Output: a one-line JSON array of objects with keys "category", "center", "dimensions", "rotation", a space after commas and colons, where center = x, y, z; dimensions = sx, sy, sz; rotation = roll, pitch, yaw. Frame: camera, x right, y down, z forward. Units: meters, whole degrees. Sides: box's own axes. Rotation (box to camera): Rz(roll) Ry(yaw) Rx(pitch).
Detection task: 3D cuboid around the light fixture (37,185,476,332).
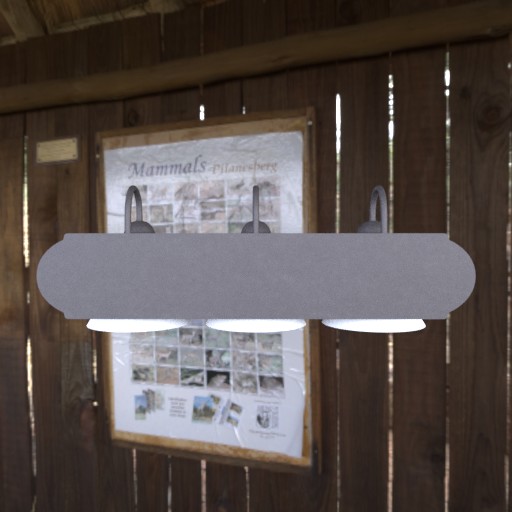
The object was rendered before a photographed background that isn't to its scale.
[{"category": "light fixture", "center": [0.000, 0.000, 0.714], "dimensions": [0.610, 0.222, 0.199], "rotation": [0, 1, 0]}]
